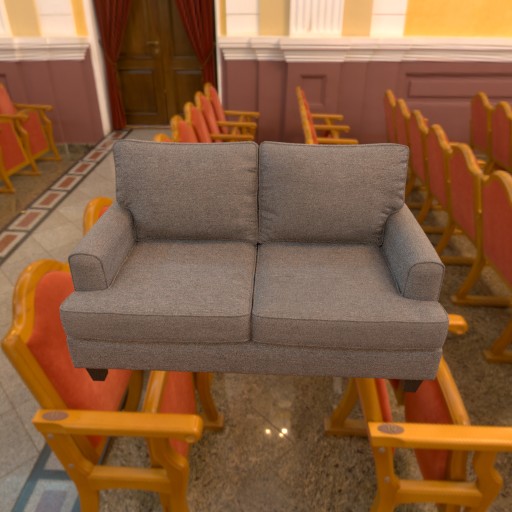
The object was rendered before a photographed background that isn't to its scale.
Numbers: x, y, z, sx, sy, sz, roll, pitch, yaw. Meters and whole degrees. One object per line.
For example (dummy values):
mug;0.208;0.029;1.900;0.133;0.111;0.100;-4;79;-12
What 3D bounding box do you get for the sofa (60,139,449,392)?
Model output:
sofa;0.000;0.000;2.192;1.651;0.965;0.965;1;30;2
